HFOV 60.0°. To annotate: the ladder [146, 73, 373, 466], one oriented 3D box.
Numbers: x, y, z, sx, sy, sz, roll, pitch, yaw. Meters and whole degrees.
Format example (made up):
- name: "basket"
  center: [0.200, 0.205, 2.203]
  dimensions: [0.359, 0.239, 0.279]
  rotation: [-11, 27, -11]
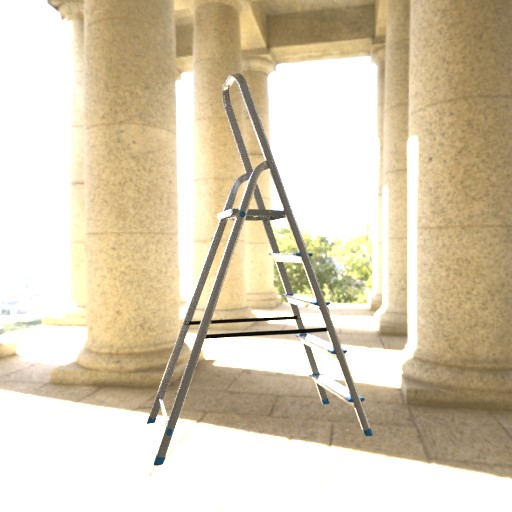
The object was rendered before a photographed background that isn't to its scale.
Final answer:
- name: "ladder"
  center: [0.000, 0.000, 2.105]
  dimensions: [0.990, 1.648, 0.468]
  rotation: [0, 1, -17]
